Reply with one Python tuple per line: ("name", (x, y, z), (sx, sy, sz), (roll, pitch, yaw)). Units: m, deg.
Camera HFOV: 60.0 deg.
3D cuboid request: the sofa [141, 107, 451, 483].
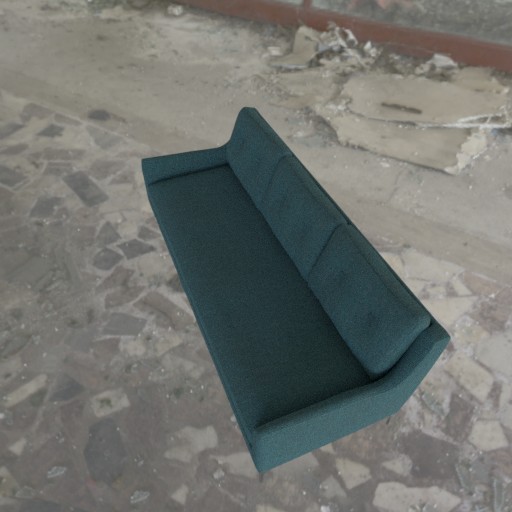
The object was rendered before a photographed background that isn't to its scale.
("sofa", (0.000, 0.000, 2.539), (0.849, 0.837, 2.060), (-17, 49, -16))
